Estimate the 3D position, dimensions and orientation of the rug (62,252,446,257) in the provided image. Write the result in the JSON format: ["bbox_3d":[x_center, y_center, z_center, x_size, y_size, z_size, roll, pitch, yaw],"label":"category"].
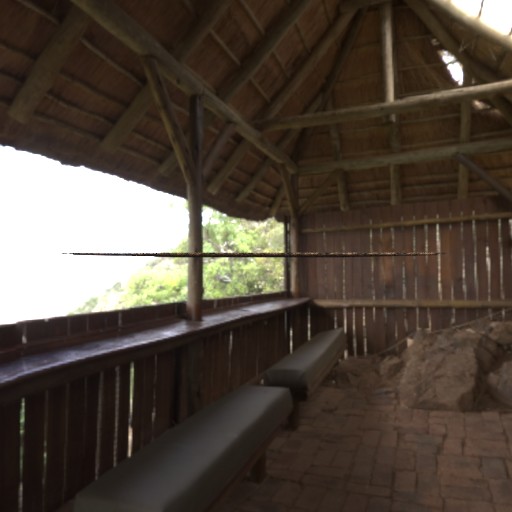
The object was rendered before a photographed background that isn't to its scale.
[{"bbox_3d":[0.000,0.000,2.947,1.516,0.010,2.434,0,0,0],"label":"rug"}]
